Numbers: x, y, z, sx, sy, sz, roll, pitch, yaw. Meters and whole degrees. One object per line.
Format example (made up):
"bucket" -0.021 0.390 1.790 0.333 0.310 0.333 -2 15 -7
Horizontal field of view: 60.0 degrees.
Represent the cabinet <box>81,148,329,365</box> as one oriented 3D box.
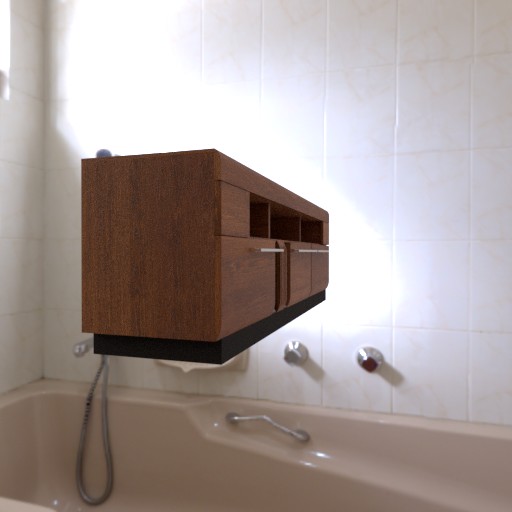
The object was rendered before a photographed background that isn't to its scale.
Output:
"cabinet" 0.000 0.000 1.835 0.419 0.510 1.600 0 0 18
